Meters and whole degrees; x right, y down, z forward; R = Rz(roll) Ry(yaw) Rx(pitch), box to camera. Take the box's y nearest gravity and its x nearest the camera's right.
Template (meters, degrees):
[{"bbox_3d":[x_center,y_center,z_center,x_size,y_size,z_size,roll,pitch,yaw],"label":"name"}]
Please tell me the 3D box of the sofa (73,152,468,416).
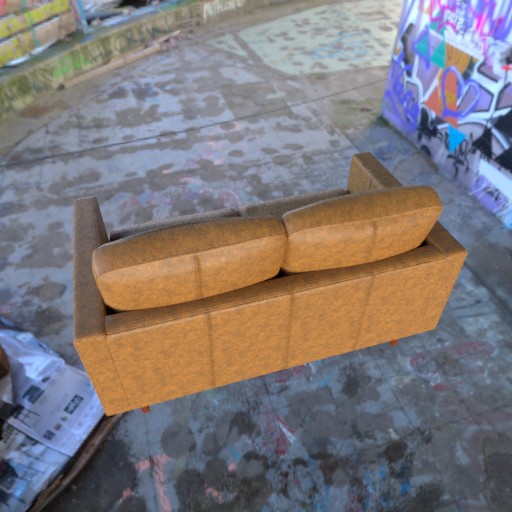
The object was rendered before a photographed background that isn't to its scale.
[{"bbox_3d":[0.000,0.000,2.132,1.578,0.951,0.909,-12,44,-12],"label":"sofa"}]
